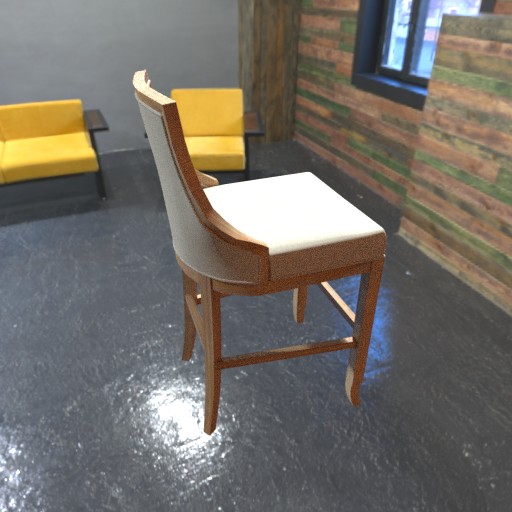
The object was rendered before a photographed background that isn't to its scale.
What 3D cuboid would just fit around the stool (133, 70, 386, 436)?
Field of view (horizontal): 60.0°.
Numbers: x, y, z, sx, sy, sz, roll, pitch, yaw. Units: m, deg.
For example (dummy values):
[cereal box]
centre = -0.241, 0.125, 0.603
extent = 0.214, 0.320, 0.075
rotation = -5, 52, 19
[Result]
[stool]
centre = 0.000, 0.000, 1.449
extent = 0.626, 1.101, 0.524
rotation = -11, 33, -17
